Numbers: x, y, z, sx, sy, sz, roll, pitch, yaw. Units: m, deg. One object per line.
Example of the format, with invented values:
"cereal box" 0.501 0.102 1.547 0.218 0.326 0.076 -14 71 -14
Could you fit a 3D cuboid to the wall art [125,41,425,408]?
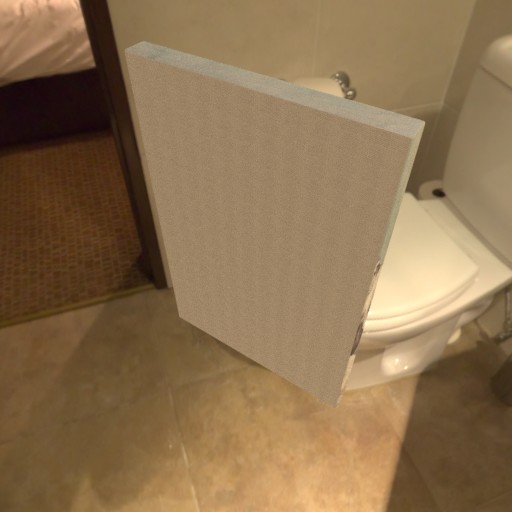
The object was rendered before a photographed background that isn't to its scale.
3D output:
"wall art" 0.000 0.000 1.129 0.609 0.911 0.061 26 51 23
